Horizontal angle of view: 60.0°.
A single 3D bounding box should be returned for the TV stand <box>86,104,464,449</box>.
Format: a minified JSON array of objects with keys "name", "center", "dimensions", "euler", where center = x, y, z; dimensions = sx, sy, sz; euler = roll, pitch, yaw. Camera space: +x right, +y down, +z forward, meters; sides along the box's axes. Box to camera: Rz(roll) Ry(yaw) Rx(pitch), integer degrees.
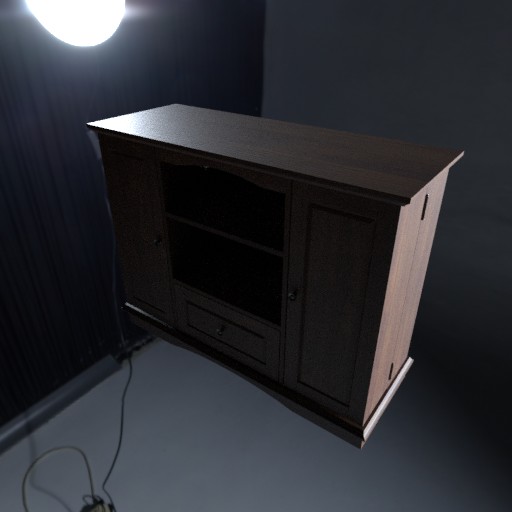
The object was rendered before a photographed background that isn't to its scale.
[{"name":"TV stand","center":[0.000,0.000,1.505],"dimensions":[1.067,0.813,0.406],"euler":[20,35,31]}]
